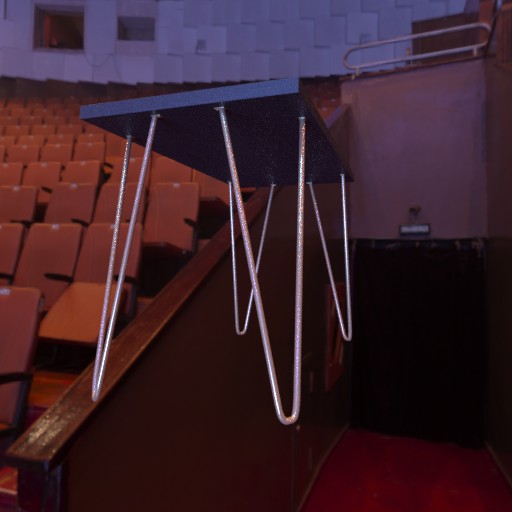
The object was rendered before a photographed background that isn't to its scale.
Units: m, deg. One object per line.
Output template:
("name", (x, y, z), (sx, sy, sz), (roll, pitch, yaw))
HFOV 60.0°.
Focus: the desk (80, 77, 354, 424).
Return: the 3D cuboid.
("desk", (0.000, 0.000, 1.378), (0.499, 0.660, 0.991), (0, -1, 18))
